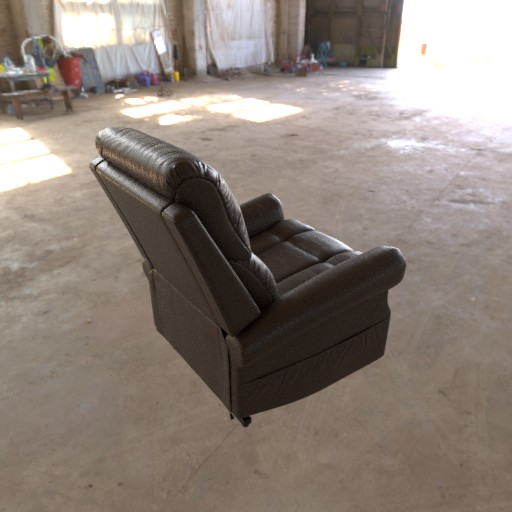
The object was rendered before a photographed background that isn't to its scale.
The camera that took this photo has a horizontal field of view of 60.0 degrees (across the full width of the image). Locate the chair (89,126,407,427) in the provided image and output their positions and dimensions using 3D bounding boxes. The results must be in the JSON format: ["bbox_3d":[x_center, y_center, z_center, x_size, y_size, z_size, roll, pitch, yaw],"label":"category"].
[{"bbox_3d":[0.000,0.000,1.746,0.978,1.028,0.869,-19,33,-32],"label":"chair"}]
